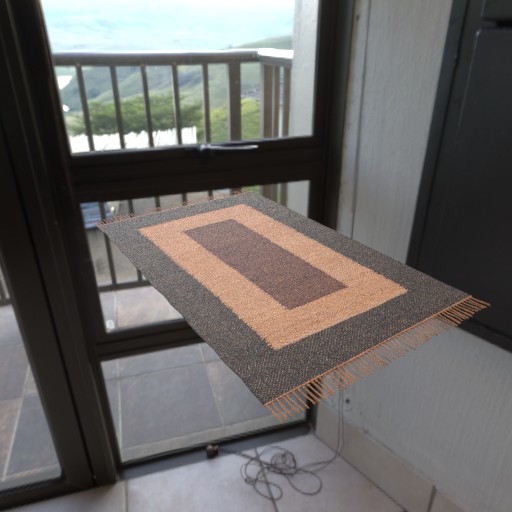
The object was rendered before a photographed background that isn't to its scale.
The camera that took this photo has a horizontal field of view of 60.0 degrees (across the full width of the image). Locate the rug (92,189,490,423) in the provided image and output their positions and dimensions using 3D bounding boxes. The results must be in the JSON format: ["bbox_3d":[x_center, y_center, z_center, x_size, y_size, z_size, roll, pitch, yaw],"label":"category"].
[{"bbox_3d":[0.000,0.000,1.858,0.920,0.013,1.541,-17,32,-30],"label":"rug"}]
